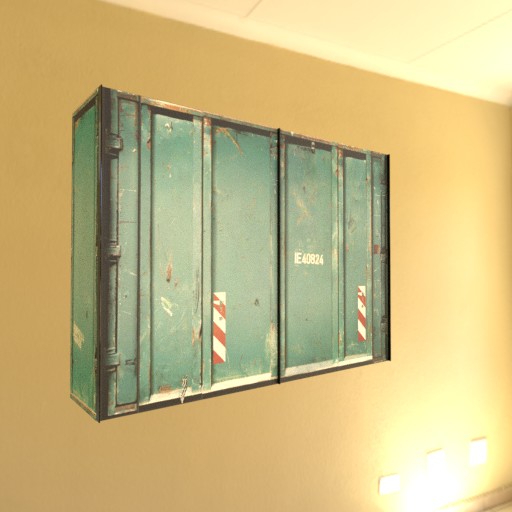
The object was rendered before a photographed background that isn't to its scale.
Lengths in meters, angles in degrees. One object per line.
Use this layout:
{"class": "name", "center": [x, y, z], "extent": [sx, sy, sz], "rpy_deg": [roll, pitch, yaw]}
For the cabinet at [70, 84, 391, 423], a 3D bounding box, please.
{"class": "cabinet", "center": [0.000, 0.000, 3.995], "extent": [3.001, 2.160, 0.680], "rpy_deg": [1, -1, -37]}
